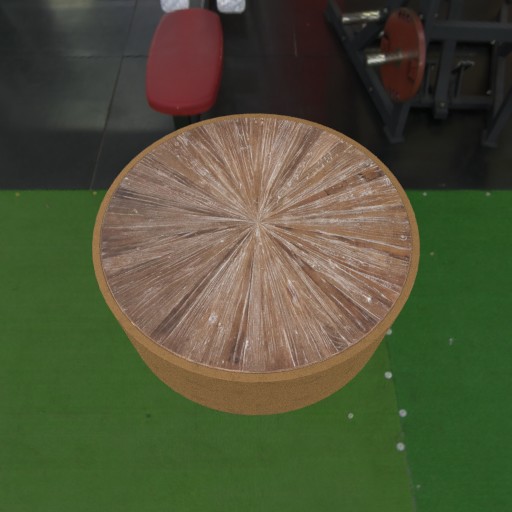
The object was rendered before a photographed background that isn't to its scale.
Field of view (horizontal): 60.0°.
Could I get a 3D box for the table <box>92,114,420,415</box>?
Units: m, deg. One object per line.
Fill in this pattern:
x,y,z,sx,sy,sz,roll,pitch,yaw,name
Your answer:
0.000,0.000,1.548,1.001,0.409,1.001,0,58,0,table
